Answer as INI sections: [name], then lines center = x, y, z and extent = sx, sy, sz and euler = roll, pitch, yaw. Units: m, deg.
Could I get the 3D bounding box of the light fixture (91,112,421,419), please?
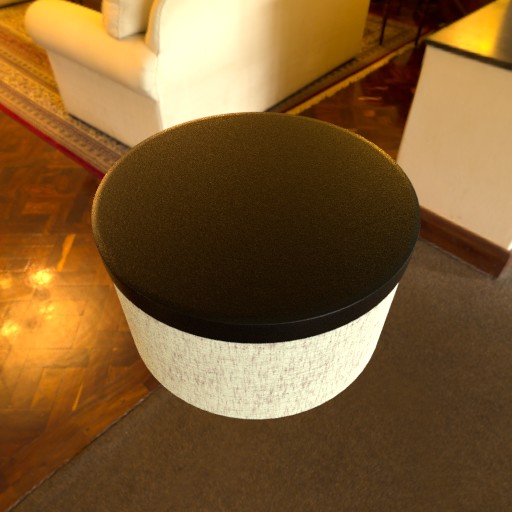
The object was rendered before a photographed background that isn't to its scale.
[light fixture]
center = 0.000, 0.000, 0.621
extent = 0.389, 0.229, 0.389
euler = 0, 46, 0
